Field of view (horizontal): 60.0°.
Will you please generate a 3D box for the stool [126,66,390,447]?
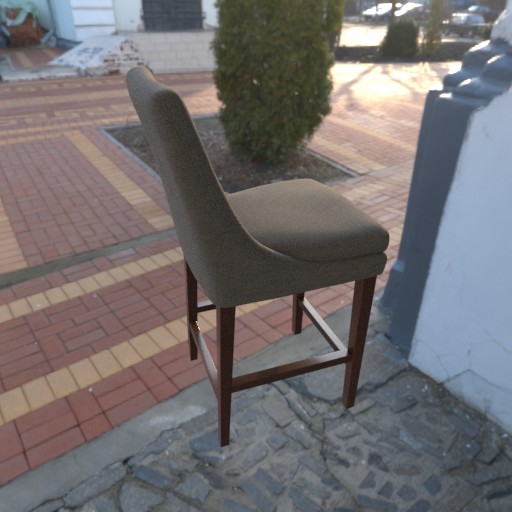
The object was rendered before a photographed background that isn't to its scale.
[{"bbox_3d":[0.000,0.000,1.266,0.577,0.981,0.470,-10,31,-18],"label":"stool"}]
